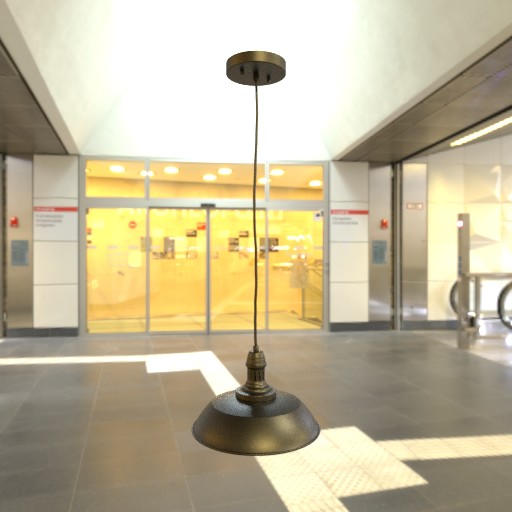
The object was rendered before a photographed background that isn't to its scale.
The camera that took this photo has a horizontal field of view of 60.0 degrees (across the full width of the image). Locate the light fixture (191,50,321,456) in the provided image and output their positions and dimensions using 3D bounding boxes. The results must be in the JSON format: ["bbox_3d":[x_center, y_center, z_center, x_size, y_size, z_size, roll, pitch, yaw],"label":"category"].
[{"bbox_3d":[0.000,0.000,1.148,0.331,0.993,0.331,0,0,-36],"label":"light fixture"}]
